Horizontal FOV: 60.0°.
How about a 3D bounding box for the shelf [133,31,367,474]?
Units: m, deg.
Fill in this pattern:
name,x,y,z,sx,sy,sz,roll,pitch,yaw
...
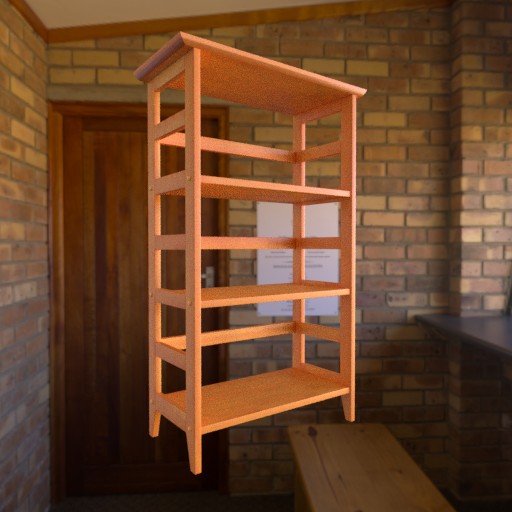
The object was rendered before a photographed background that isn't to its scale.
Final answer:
name,x,y,z,sx,sy,sz,roll,pitch,yaw
shelf,0.000,0.000,1.367,0.660,1.067,0.305,-1,2,-36
